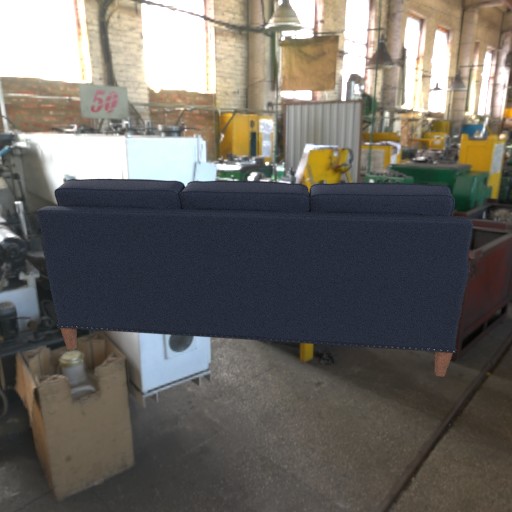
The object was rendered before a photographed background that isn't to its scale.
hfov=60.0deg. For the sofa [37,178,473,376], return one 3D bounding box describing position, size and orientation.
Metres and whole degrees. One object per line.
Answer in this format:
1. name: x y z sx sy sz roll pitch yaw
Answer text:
1. sofa: 0.000 0.000 2.759 2.246 1.003 1.084 2 16 8
